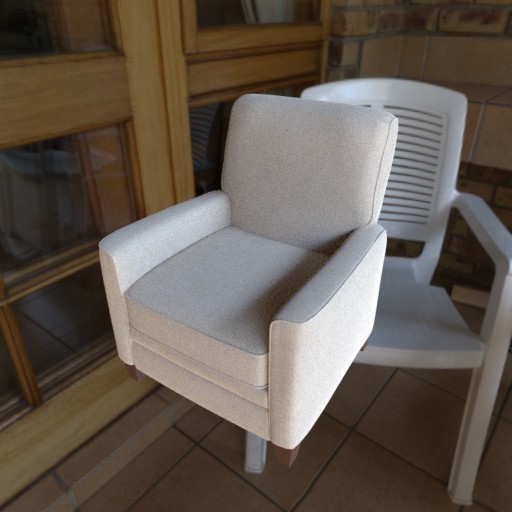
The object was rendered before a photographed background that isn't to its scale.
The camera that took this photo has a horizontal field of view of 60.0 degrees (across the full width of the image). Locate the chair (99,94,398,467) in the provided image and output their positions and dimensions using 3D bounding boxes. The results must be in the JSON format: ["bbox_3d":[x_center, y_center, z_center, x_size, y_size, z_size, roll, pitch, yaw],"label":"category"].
[{"bbox_3d":[0.000,0.000,1.669,0.845,1.023,0.859,18,34,28],"label":"chair"}]
